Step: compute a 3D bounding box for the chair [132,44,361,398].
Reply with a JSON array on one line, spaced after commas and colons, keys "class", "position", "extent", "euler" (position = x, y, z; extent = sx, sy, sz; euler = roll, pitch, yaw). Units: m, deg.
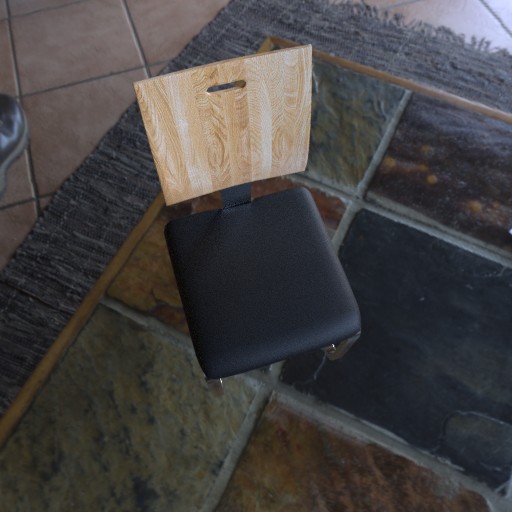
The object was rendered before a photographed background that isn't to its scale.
[{"class": "chair", "position": [0.000, 0.000, 1.228], "extent": [0.462, 0.936, 0.560], "euler": [-16, 64, -8]}]
